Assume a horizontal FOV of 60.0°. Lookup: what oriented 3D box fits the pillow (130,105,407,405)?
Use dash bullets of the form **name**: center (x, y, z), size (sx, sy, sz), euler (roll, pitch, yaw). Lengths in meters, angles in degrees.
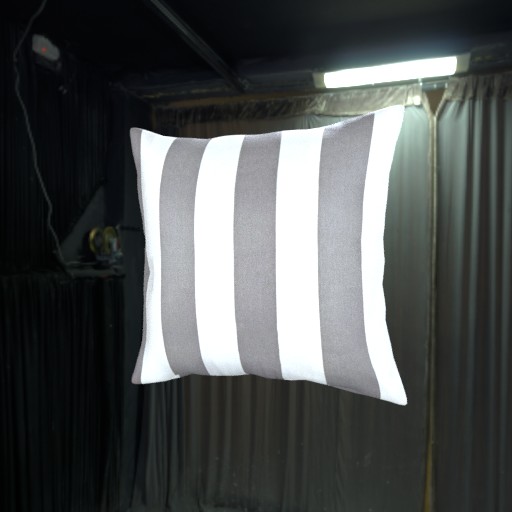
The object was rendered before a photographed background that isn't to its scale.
- **pillow**: center (0.000, 0.000, 0.808), size (0.522, 0.507, 0.192), euler (0, 0, 16)
